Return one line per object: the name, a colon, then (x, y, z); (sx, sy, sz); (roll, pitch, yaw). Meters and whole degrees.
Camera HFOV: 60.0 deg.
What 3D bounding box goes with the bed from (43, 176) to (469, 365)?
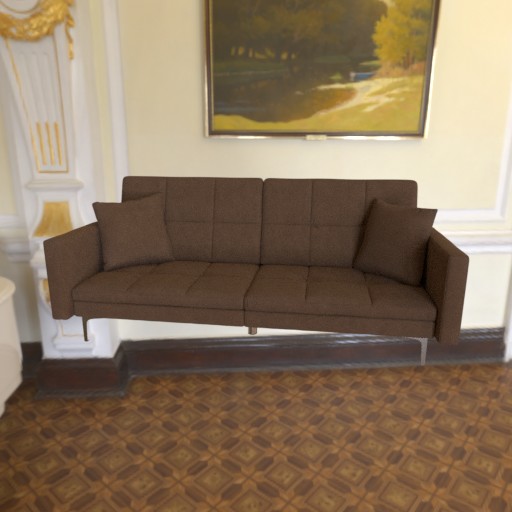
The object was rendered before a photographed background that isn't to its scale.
bed: (0.000, 0.000, 2.399); (1.905, 0.787, 0.889); (2, 15, 8)
